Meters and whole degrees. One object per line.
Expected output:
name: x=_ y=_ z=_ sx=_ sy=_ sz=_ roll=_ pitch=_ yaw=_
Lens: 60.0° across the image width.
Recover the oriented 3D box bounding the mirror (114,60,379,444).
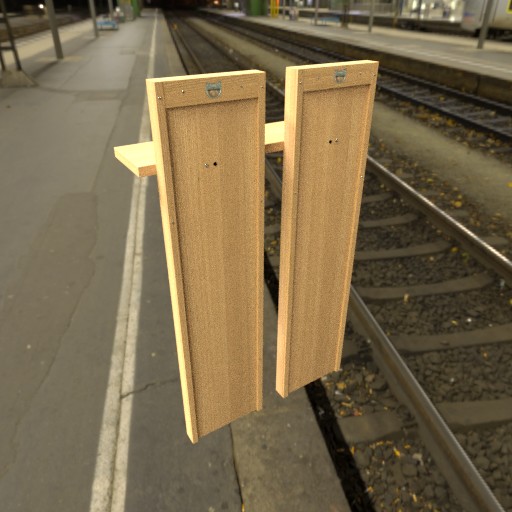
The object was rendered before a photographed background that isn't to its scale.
mirror: x=0.000 y=0.000 z=1.571 sx=0.800 sy=1.250 sz=0.260 roll=-17 pitch=34 yaw=-27
